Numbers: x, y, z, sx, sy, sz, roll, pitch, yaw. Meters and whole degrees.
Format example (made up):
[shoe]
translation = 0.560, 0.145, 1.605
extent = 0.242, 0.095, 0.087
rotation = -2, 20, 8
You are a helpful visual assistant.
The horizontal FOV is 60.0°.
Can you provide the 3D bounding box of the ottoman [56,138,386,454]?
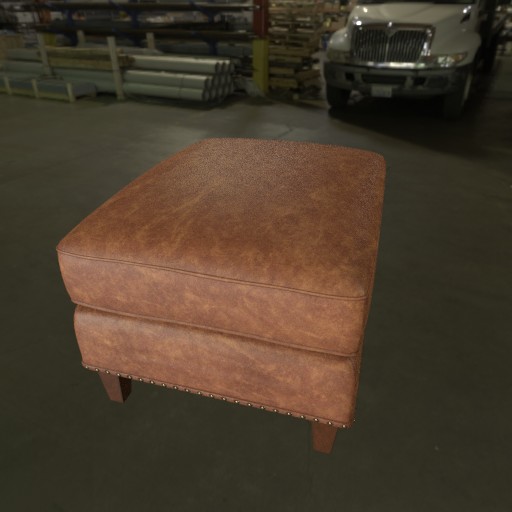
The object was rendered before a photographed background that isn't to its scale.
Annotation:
[ottoman]
translation = 0.000, 0.000, 1.129
extent = 0.586, 0.486, 0.742
rotation = 8, 31, 14
